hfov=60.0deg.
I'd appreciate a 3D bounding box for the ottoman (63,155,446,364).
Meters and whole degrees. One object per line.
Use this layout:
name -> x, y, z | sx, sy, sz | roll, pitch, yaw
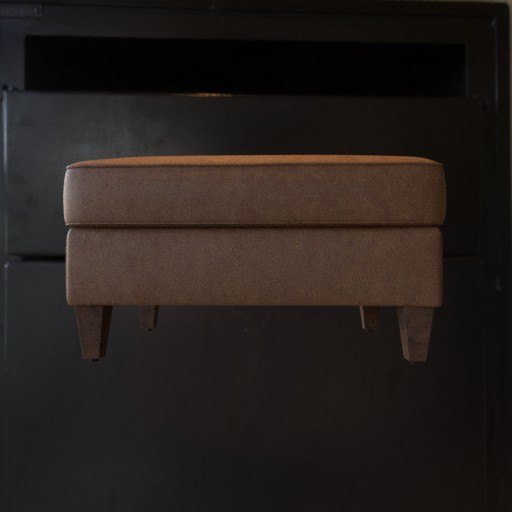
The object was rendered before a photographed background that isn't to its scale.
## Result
ottoman -> 0.000, 0.000, 1.224 | 0.864, 0.483, 0.584 | 0, -1, 2
